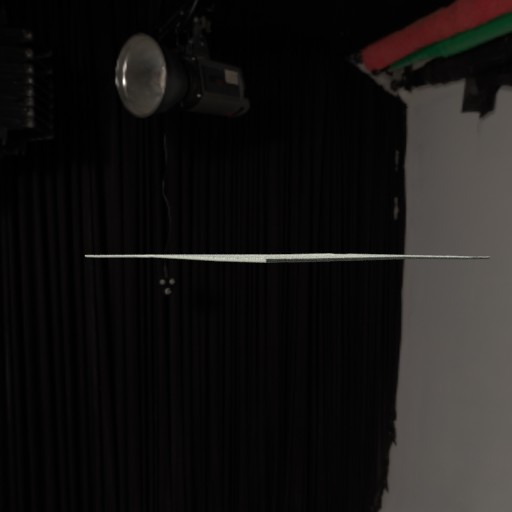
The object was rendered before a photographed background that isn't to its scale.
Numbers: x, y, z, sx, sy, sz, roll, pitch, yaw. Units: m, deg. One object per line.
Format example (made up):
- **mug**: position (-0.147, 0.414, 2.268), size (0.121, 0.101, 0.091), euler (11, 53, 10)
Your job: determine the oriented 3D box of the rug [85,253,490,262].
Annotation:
- **rug**: position (0.000, 0.000, 5.192), size (2.802, 0.052, 4.078), euler (0, 1, -36)
